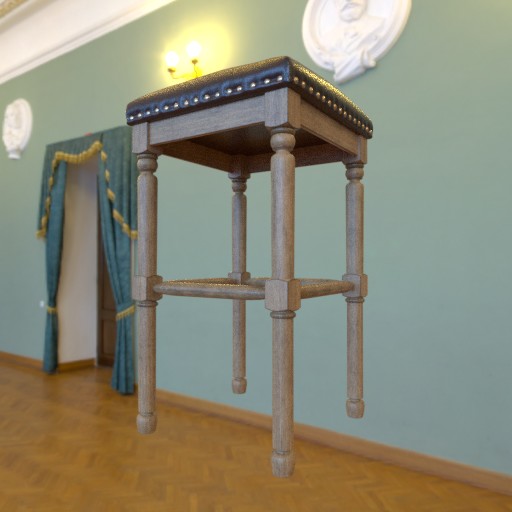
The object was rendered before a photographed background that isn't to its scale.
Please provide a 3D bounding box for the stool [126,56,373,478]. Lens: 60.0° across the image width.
[{"bbox_3d":[0.000,0.000,0.934,0.382,0.702,0.383,0,-1,34],"label":"stool"}]
